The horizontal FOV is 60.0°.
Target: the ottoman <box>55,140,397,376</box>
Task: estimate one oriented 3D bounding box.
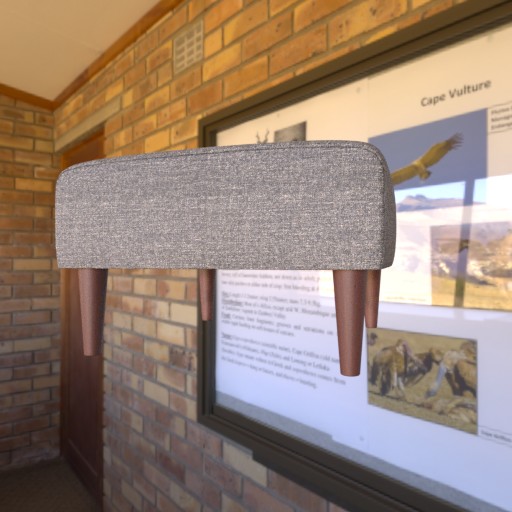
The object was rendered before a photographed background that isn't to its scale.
[{"bbox_3d":[0.000,0.000,1.072,0.648,0.399,0.655,0,-1,18],"label":"ottoman"}]
